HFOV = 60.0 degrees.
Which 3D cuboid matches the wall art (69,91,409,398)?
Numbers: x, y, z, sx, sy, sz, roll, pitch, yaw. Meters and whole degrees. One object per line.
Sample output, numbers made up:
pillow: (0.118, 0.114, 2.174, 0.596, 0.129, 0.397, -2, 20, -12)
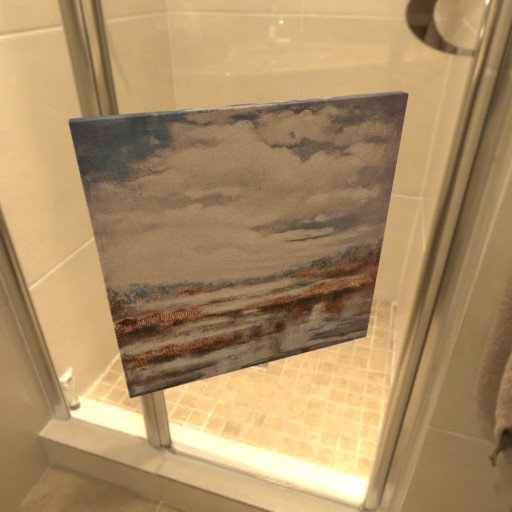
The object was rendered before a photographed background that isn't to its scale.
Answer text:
wall art: (0.000, 0.000, 1.352, 0.888, 0.897, 0.035, -11, 33, -16)
